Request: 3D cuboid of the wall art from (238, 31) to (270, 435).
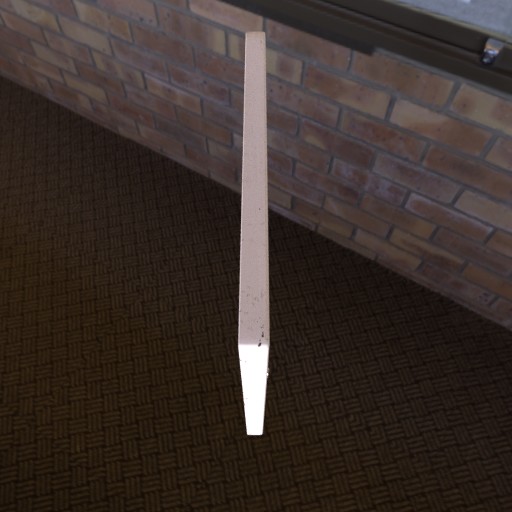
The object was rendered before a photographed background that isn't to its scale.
[{"bbox_3d":[0.000,0.000,0.928,0.040,0.611,0.610,0,59,0],"label":"wall art"}]
